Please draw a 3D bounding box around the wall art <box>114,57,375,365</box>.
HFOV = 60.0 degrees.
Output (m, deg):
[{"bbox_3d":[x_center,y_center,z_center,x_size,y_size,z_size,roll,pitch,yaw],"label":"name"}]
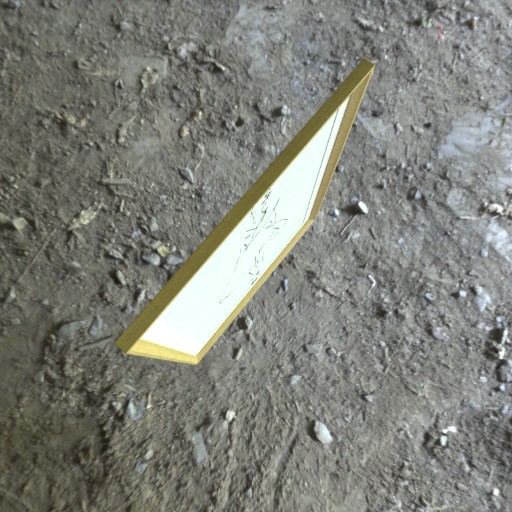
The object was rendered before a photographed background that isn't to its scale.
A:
[{"bbox_3d":[0.000,0.000,1.379,0.030,1.002,0.798,38,78,9],"label":"wall art"}]
